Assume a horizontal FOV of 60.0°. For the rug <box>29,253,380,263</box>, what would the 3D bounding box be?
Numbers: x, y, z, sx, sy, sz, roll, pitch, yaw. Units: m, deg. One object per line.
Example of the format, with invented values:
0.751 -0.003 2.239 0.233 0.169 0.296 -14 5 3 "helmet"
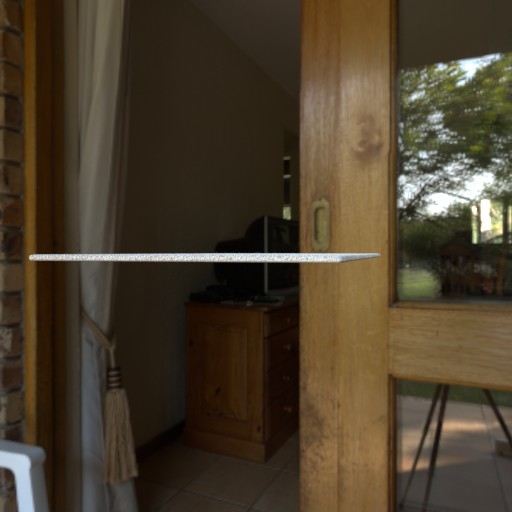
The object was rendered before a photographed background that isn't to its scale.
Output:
0.000 0.000 3.069 1.524 0.030 2.438 0 0 19 "rug"
